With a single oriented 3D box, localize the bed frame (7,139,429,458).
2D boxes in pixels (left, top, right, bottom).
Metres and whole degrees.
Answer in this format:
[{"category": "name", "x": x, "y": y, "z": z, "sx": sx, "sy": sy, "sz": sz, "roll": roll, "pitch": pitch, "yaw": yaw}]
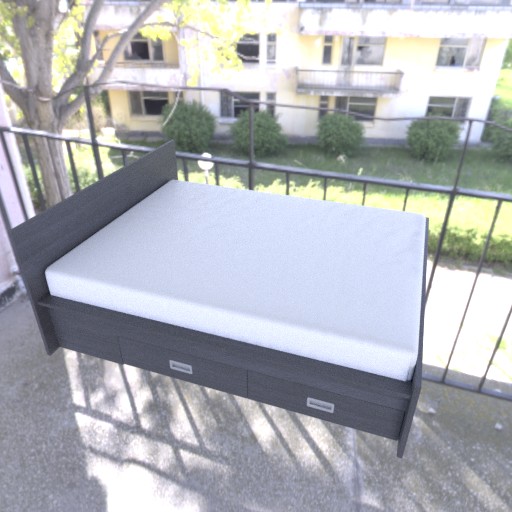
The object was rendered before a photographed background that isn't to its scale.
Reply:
[{"category": "bed frame", "x": 0.000, "y": 0.000, "z": 2.709, "sx": 1.960, "sy": 0.800, "sz": 1.622, "roll": 10, "pitch": 32, "yaw": 17}]
